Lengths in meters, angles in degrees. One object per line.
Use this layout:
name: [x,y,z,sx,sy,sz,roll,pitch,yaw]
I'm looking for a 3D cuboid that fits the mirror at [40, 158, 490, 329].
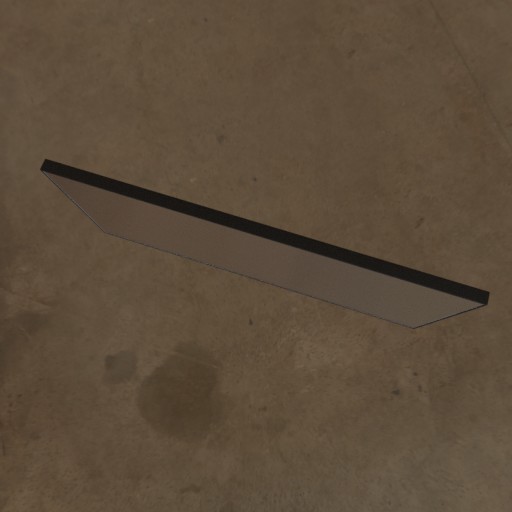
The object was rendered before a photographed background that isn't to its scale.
mirror: [0.000,0.000,1.833,1.584,0.692,0.047,17,75,5]
